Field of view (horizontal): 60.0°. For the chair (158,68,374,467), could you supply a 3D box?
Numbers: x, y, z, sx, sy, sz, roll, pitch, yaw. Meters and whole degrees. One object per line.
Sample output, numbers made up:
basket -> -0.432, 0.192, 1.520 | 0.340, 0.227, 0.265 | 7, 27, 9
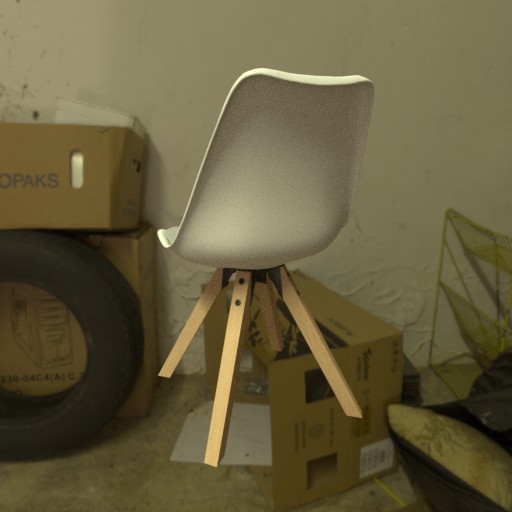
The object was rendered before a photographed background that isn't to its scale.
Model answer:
chair -> 0.000, 0.000, 1.175 | 0.485, 0.850, 0.550 | -7, 17, -25
